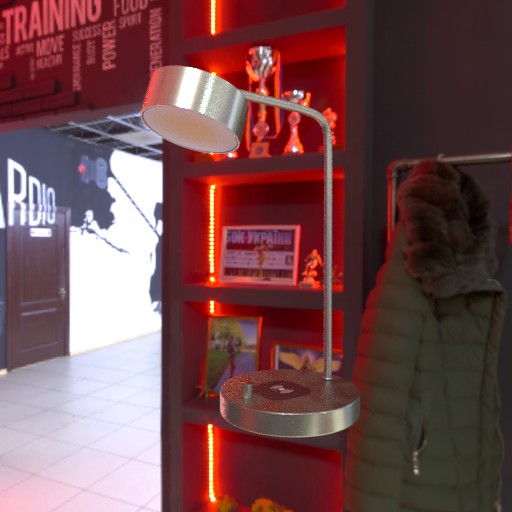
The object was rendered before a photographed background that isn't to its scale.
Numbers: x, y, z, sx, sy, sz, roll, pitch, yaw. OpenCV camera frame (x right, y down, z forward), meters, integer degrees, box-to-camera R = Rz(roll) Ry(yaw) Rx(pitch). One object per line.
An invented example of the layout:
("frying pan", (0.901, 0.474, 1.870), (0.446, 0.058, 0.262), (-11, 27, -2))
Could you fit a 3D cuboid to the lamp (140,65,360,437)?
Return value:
("lamp", (0.000, 0.000, 0.641), (0.334, 0.469, 0.211), (-1, 1, -34))
